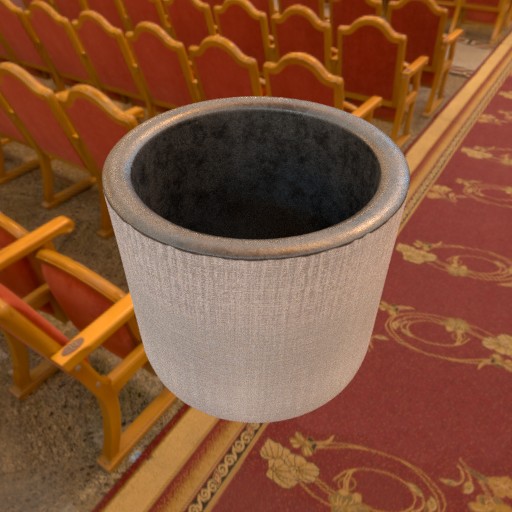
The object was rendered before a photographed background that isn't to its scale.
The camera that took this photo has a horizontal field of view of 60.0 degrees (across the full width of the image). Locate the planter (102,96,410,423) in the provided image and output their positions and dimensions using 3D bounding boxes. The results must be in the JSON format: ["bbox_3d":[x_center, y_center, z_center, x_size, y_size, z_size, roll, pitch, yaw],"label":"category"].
[{"bbox_3d":[0.000,0.000,0.219,0.125,0.112,0.125,0,42,0],"label":"planter"}]
